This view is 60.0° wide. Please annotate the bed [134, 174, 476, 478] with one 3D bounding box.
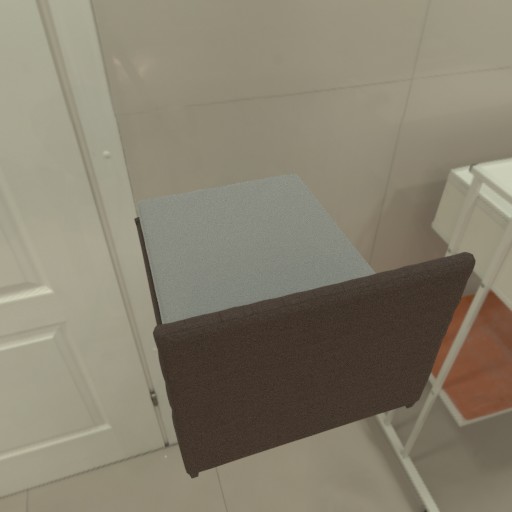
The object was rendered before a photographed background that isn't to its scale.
[{"bbox_3d":[0.000,0.000,3.409,1.698,1.427,2.387,-12,42,-14],"label":"bed"}]
